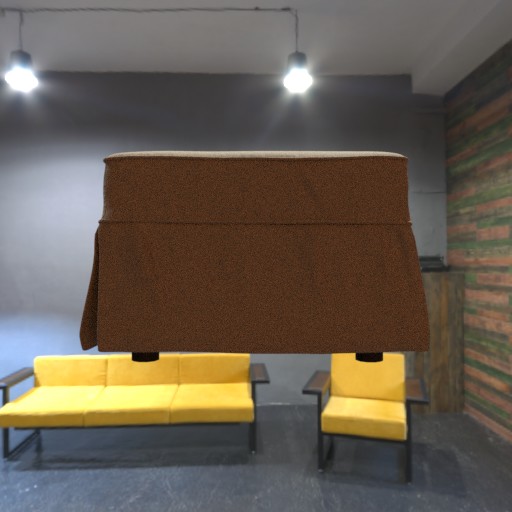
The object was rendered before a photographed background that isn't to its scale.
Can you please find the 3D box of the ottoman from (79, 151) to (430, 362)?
[{"bbox_3d":[0.000,0.000,1.338,0.721,0.482,0.959,0,-1,0],"label":"ottoman"}]
